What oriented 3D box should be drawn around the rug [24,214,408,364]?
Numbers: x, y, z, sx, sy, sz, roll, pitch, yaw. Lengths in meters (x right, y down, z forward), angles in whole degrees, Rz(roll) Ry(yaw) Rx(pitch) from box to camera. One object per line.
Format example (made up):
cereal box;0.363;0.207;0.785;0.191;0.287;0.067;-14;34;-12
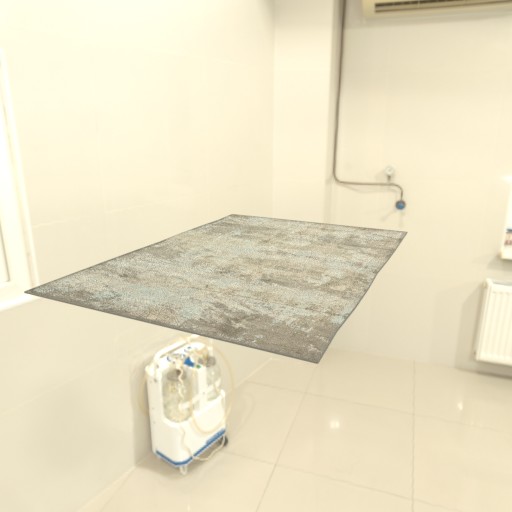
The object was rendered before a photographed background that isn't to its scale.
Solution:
rug;0.000;0.000;4.350;2.393;0.013;3.307;8;19;25
